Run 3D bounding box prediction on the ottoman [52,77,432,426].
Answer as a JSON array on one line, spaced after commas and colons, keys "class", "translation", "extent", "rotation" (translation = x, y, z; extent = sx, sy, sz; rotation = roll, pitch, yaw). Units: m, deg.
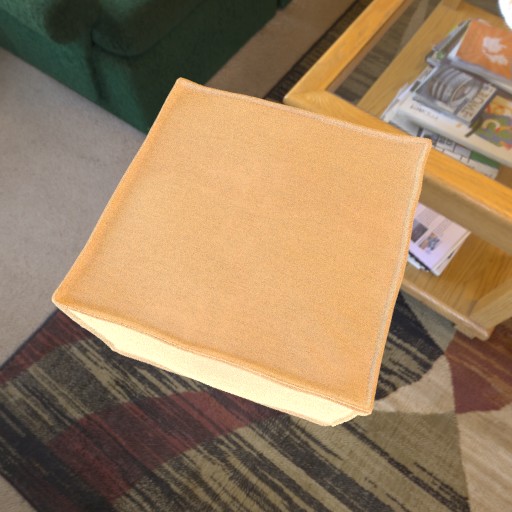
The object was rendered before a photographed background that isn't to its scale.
[{"class": "ottoman", "translation": [0.000, 0.000, 1.179], "extent": [0.707, 0.470, 0.696], "rotation": [17, 67, 8]}]
